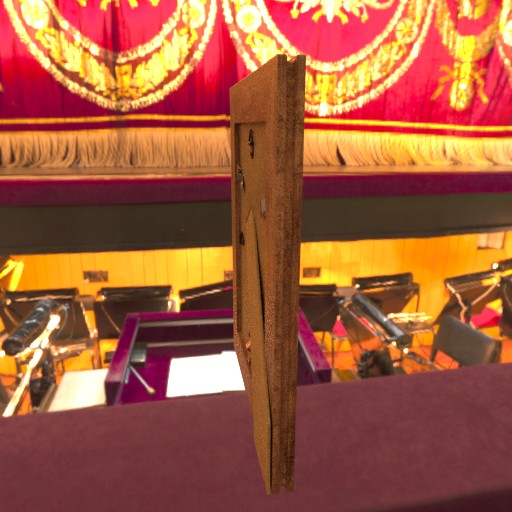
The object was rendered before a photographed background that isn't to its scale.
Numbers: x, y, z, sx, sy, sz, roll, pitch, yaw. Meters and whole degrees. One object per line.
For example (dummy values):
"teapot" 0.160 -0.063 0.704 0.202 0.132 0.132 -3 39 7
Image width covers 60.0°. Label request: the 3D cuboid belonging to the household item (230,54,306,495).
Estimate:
"household item" 0.000 0.000 0.314 0.018 0.237 0.186 -3 16 -9
